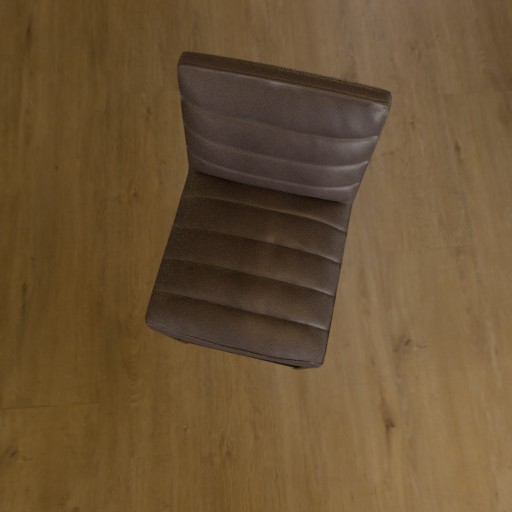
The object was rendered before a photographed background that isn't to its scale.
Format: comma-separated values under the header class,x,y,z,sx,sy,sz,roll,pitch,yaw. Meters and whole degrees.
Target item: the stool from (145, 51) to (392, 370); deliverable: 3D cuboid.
class,x,y,z,sx,sy,sz,roll,pitch,yaw
stool,0.000,0.000,1.269,0.463,0.946,0.562,12,75,3
